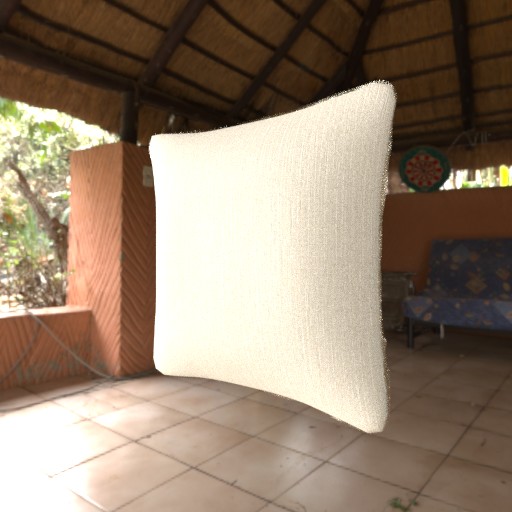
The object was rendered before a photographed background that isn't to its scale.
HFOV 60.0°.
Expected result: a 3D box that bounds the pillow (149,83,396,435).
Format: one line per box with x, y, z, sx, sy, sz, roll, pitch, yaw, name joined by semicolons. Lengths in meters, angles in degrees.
0.000;0.000;0.821;0.538;0.525;0.216;1;1;37;pillow
